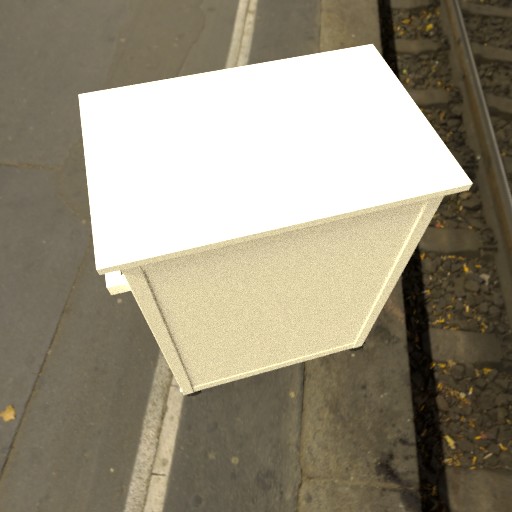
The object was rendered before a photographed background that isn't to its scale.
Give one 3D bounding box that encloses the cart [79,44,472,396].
[{"bbox_3d":[0.000,0.000,1.224,0.683,0.864,0.442,-13,59,-8],"label":"cart"}]
